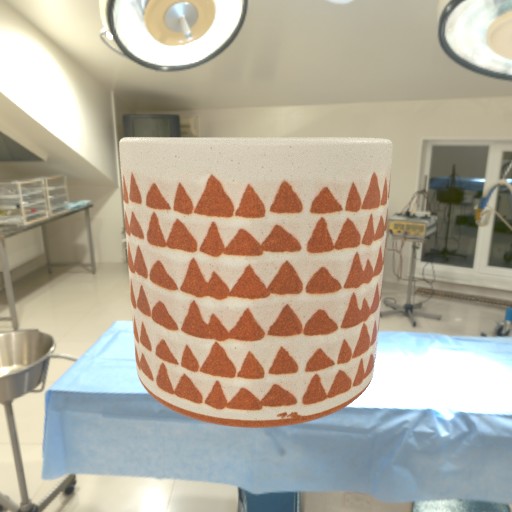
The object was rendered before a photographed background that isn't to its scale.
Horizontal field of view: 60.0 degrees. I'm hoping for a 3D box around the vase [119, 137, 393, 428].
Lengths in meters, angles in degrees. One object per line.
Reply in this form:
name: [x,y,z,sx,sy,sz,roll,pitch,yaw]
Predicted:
vase: [0.000,0.000,0.246,0.137,0.127,0.137,0,15,0]
